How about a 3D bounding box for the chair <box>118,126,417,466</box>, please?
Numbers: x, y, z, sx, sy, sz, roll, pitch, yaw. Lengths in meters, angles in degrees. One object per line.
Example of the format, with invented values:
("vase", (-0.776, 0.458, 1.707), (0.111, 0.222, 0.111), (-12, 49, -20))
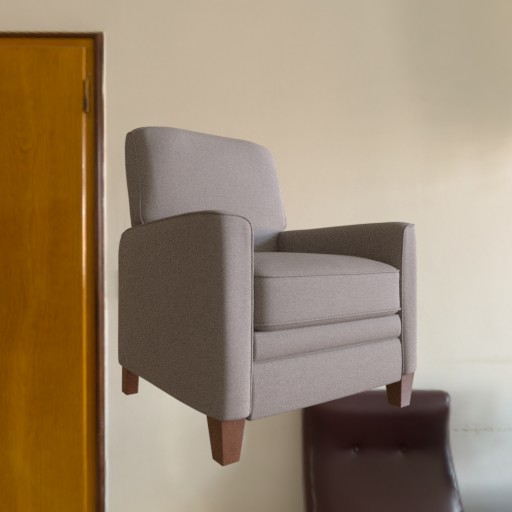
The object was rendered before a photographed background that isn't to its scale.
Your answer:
("chair", (0.000, 0.000, 1.603), (0.845, 1.023, 0.859), (0, 1, -36))
